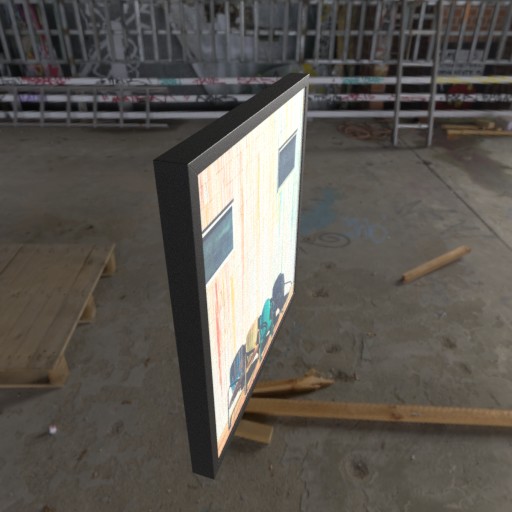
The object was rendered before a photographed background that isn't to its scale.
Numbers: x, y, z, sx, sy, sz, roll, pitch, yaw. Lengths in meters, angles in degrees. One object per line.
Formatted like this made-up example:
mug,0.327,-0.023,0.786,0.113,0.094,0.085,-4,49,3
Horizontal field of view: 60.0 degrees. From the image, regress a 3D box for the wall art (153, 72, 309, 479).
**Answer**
wall art,0.000,0.000,0.757,0.037,0.506,0.506,10,33,16
